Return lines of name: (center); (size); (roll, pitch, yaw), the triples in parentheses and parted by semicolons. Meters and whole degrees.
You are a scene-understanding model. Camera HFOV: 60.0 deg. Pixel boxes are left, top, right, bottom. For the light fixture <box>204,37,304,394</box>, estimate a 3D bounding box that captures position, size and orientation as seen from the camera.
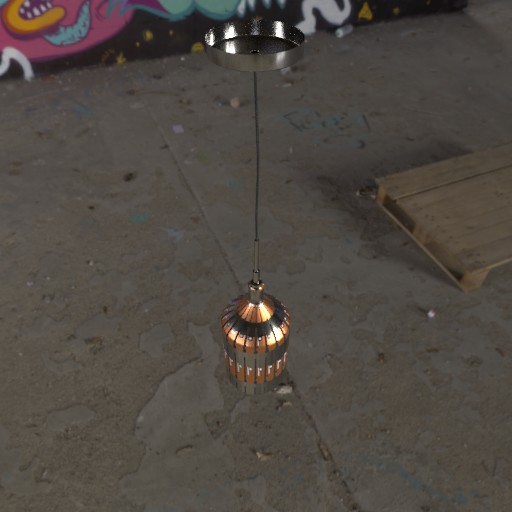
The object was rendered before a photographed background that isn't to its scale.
light fixture: (0.000, 0.000, 1.638); (0.303, 1.535, 0.303); (0, 45, 0)
